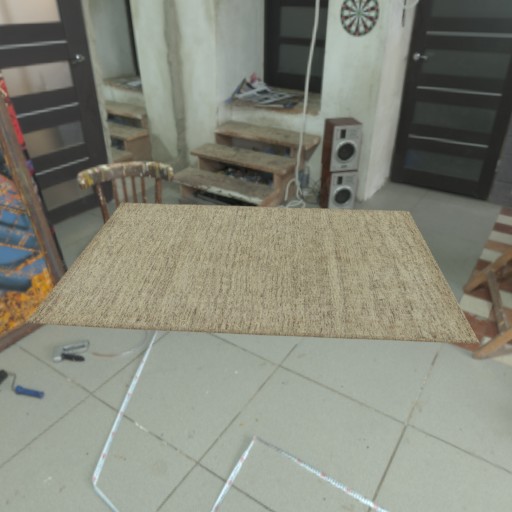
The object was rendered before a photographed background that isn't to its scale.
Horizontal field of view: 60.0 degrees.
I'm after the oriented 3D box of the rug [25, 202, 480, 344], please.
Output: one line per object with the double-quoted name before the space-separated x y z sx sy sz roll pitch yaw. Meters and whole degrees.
"rug" 0.000 0.000 2.291 1.822 0.018 1.211 2 31 3
